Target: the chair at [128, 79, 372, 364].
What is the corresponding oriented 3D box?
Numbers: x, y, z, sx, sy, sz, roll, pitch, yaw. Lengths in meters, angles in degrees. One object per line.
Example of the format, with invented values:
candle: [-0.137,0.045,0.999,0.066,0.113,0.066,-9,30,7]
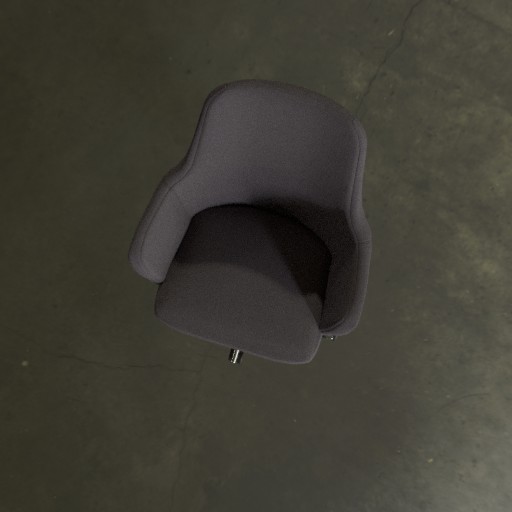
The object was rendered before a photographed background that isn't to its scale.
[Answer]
chair: [0.000,0.000,1.251,0.655,0.820,0.600,16,76,4]
